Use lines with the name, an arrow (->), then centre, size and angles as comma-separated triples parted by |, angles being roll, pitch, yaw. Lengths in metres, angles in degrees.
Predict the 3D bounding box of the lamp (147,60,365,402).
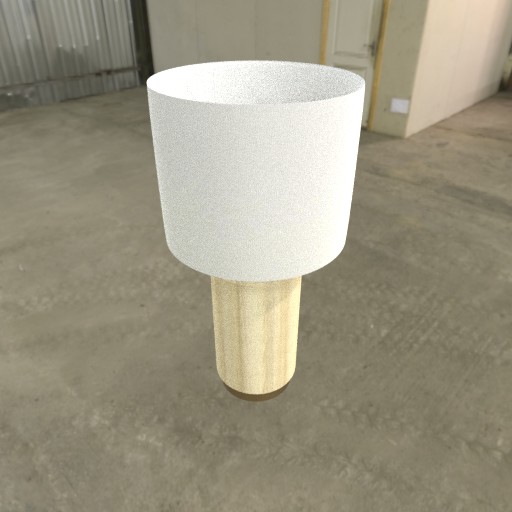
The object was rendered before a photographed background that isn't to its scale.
lamp -> 0.000, 0.000, 0.586 | 0.228, 0.444, 0.228 | -11, 34, -16
